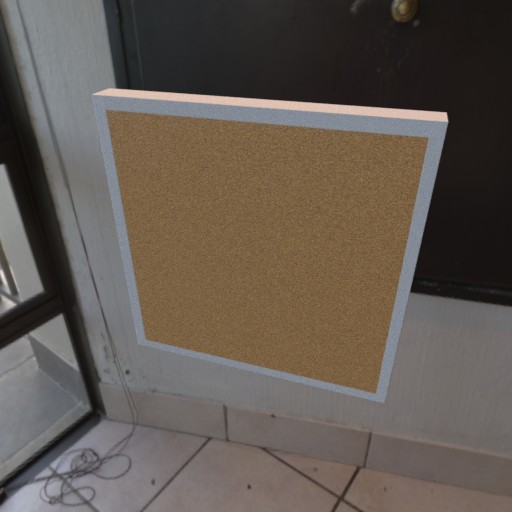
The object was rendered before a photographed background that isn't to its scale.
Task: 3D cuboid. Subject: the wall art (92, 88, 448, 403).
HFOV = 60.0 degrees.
[{"bbox_3d":[0.000,0.000,0.607,0.406,0.406,0.038,10,33,15],"label":"wall art"}]
